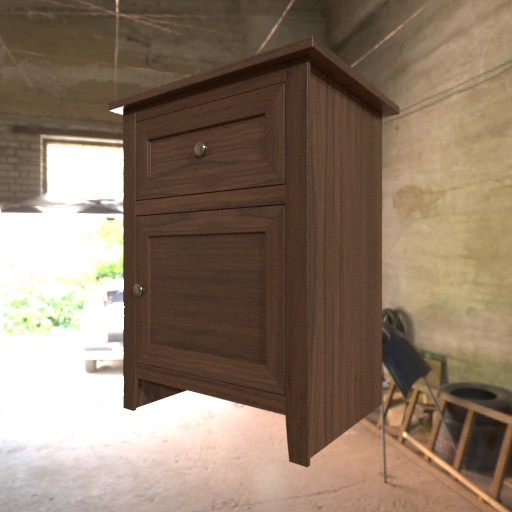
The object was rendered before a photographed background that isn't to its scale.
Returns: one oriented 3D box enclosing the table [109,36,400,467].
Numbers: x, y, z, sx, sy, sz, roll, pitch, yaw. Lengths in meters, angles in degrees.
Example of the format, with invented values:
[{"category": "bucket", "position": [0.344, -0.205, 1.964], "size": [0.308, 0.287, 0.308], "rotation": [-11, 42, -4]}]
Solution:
[{"category": "table", "position": [0.000, 0.000, 0.933], "size": [0.480, 0.636, 0.381], "rotation": [0, 0, 36]}]
